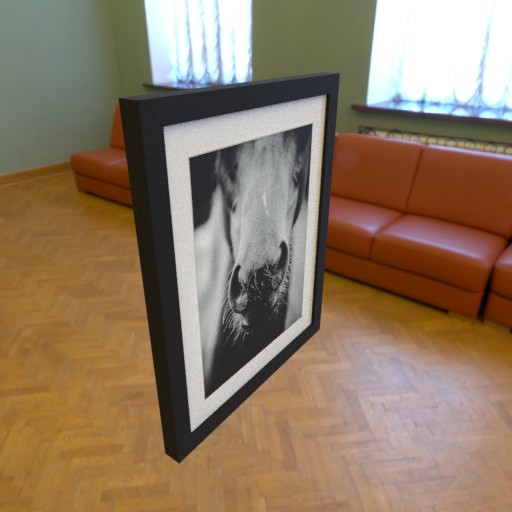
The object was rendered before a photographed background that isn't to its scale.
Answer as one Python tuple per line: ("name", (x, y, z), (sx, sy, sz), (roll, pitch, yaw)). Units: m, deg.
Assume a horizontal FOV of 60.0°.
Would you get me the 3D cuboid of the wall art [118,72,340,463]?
("wall art", (0.000, 0.000, 0.763), (0.033, 0.559, 0.457), (19, 32, 32))
